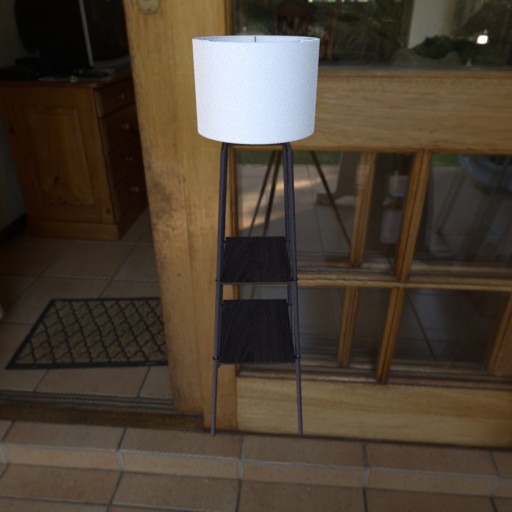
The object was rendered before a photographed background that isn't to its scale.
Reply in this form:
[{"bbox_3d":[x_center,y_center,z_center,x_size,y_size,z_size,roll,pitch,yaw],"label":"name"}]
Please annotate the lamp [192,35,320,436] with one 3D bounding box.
[{"bbox_3d":[0.000,0.000,1.671,0.384,1.474,0.427,-1,29,-1],"label":"lamp"}]
